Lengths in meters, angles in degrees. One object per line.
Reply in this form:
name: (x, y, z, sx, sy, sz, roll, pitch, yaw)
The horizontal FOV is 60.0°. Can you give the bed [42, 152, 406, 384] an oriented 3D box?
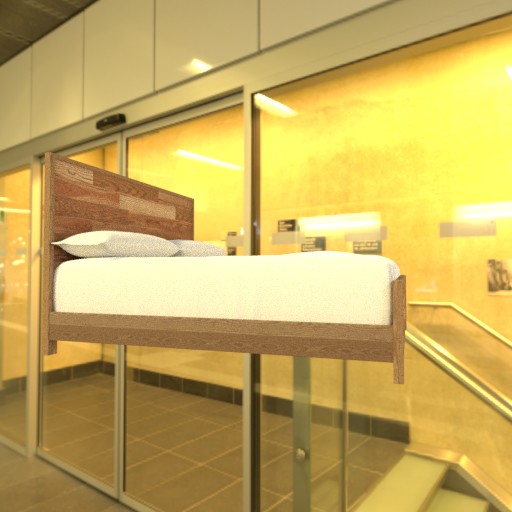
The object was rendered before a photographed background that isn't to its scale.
bed: (0.000, 0.000, 3.431, 2.184, 1.295, 2.013, -1, -2, 19)
